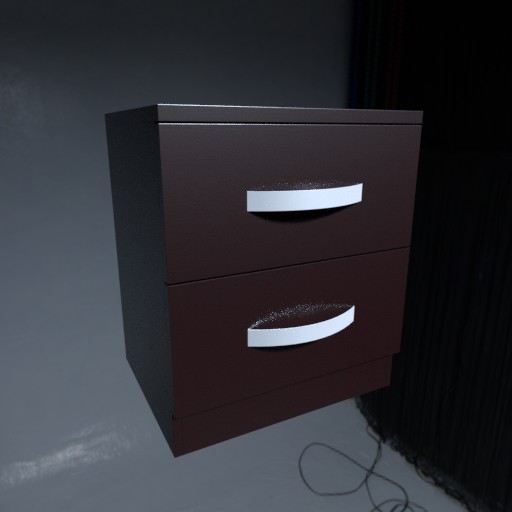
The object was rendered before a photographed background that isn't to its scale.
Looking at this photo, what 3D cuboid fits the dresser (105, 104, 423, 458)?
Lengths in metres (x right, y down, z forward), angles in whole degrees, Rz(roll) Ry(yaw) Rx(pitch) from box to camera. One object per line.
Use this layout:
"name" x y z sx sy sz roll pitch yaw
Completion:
"dresser" 0.000 0.000 0.762 0.400 0.470 0.360 -8 18 -26
